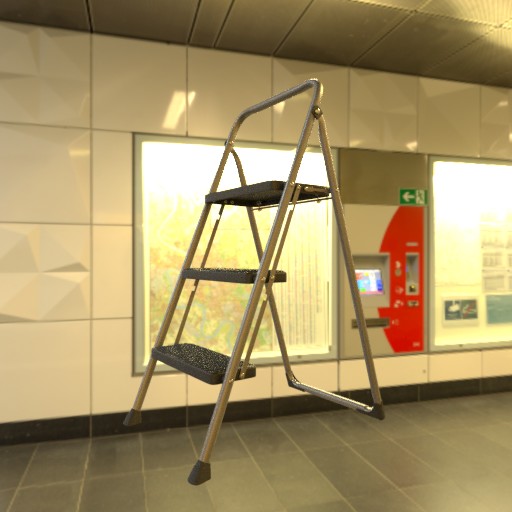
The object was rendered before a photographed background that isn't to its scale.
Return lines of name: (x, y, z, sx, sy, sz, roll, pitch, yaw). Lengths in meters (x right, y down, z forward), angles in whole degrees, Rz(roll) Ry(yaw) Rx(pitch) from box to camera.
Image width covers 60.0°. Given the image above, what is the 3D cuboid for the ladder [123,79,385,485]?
ladder: (0.000, 0.000, 1.264, 0.629, 0.945, 0.430, 0, 0, -36)
